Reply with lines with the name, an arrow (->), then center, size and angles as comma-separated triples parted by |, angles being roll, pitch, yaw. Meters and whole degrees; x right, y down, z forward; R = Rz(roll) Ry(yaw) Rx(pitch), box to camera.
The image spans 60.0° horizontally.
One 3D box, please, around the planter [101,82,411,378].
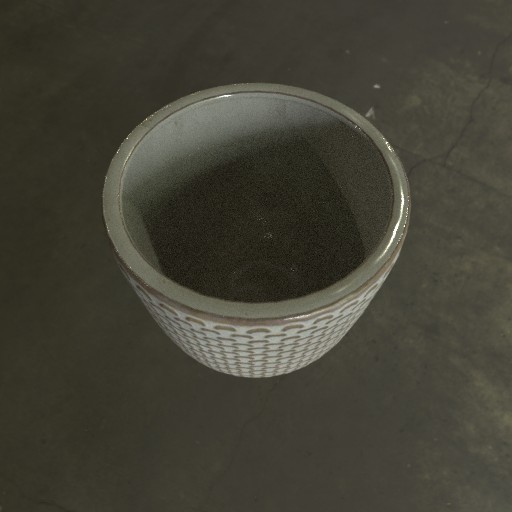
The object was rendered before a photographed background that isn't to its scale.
planter -> 0.000, 0.000, 0.253 | 0.139, 0.130, 0.139 | 0, 58, 0
